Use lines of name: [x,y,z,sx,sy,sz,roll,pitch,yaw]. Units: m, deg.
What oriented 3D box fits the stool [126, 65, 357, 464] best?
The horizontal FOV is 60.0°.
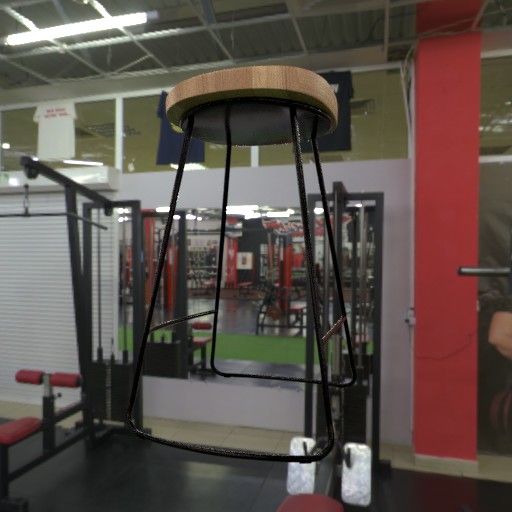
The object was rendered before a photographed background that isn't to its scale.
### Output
stool: [0.000,0.000,0.978,0.401,0.679,0.480,0,0,18]
